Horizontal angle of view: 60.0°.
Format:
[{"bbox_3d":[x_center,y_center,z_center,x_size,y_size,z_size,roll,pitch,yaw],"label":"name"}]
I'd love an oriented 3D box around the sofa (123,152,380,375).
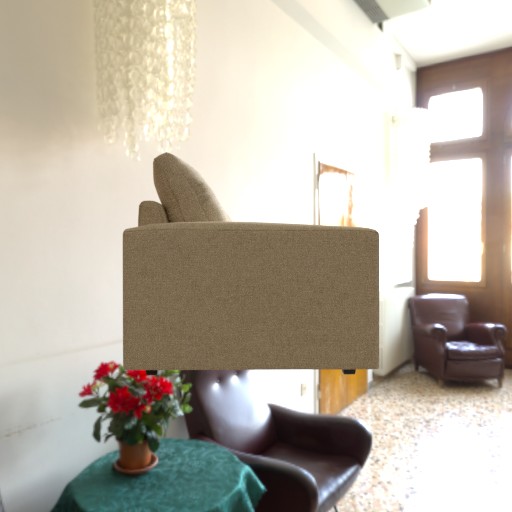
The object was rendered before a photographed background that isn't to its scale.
[{"bbox_3d":[0.000,0.000,2.818,1.040,0.922,2.299,0,1,-1],"label":"sofa"}]
